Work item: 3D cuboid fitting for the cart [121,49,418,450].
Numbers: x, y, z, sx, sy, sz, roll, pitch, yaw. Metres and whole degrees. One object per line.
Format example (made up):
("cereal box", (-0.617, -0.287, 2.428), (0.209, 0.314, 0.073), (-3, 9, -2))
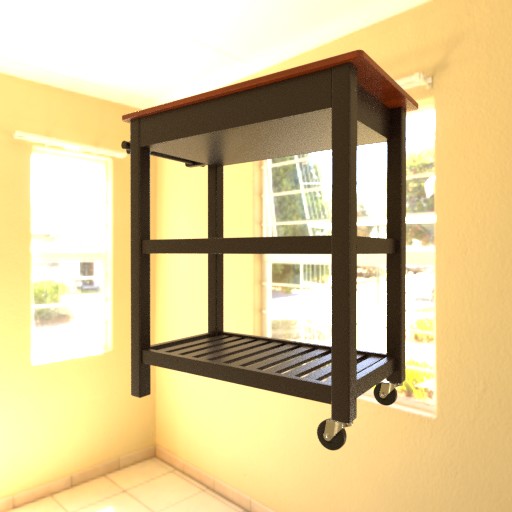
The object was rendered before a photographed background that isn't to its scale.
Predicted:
("cart", (0.000, 0.000, 1.431), (0.899, 0.927, 0.457), (0, 1, 35))
